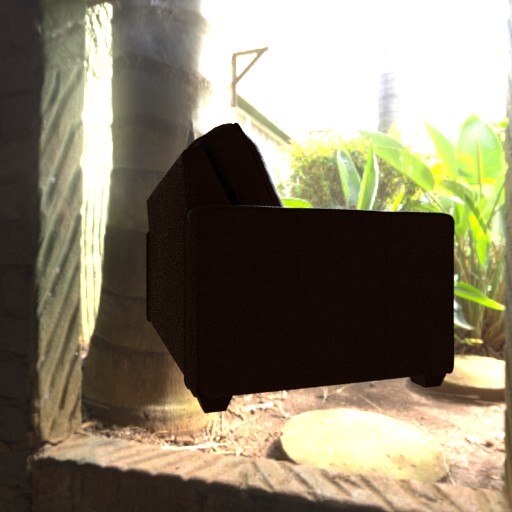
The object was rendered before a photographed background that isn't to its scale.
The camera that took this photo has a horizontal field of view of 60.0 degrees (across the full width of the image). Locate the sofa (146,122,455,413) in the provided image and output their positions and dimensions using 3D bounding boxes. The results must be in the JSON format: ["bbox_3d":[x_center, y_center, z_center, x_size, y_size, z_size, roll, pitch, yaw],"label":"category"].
[{"bbox_3d":[0.000,0.000,2.199,0.947,0.918,1.709,0,1,-18],"label":"sofa"}]
